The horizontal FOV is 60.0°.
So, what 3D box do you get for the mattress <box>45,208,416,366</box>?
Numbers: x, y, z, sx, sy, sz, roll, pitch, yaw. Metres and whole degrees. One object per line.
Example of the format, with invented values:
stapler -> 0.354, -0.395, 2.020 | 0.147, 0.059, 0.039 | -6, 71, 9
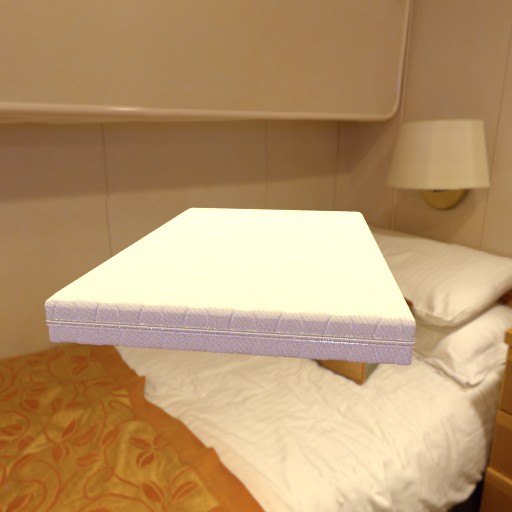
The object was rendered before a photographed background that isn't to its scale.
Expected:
mattress -> 0.000, 0.000, 2.593 | 1.400, 0.200, 2.000 | 2, 16, 7
